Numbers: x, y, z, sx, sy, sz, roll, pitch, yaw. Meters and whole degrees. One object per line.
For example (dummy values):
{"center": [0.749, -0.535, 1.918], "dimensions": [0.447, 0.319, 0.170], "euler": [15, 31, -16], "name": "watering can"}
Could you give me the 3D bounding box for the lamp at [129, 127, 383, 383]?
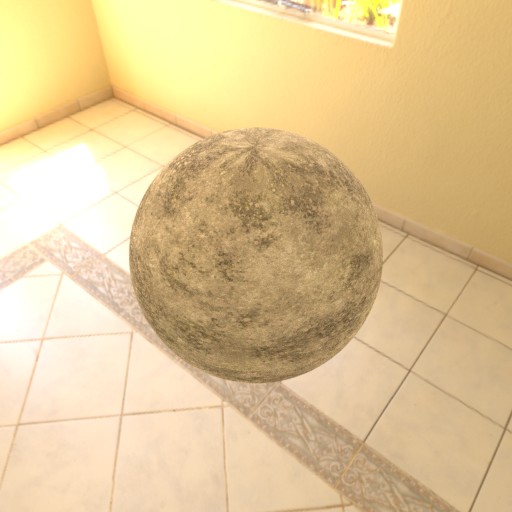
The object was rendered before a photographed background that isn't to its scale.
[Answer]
{"center": [0.000, 0.000, 0.765], "dimensions": [0.422, 0.429, 0.422], "euler": [0, 45, 0], "name": "lamp"}
